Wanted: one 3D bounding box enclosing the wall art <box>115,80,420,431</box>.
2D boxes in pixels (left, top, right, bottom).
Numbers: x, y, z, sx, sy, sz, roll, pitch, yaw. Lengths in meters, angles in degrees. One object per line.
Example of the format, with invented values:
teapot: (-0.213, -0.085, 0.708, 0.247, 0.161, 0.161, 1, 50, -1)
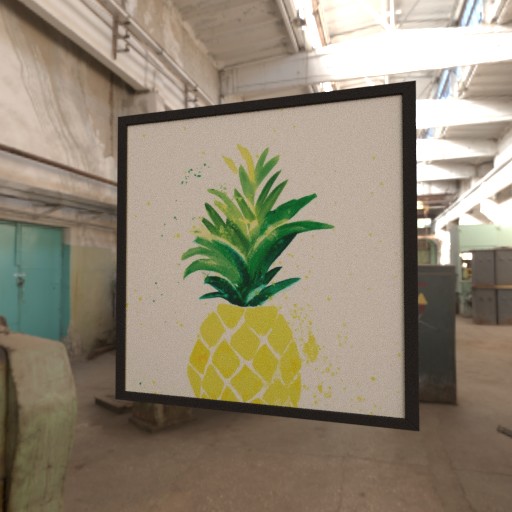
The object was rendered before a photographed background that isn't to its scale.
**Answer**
wall art: (0.000, 0.000, 0.446, 0.305, 0.304, 0.033, -1, -2, 18)
